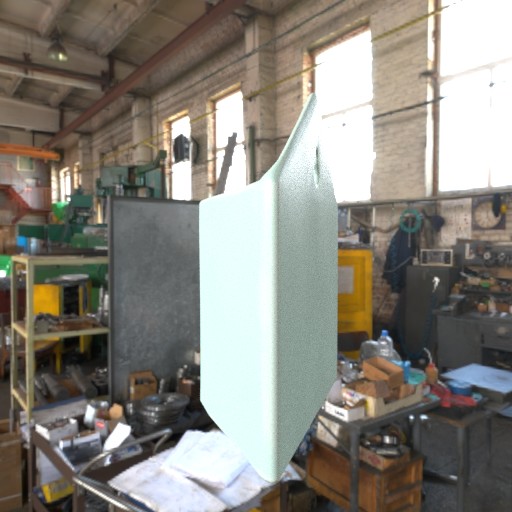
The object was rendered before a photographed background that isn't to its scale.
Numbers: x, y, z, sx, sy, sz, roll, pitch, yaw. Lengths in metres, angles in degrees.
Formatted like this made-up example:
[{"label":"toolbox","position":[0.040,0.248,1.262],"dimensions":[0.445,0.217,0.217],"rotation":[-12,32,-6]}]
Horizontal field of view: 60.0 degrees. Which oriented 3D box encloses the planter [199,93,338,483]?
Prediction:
[{"label":"planter","position":[0.000,0.000,0.283],"dimensions":[0.079,0.197,0.164],"rotation":[1,2,20]}]
